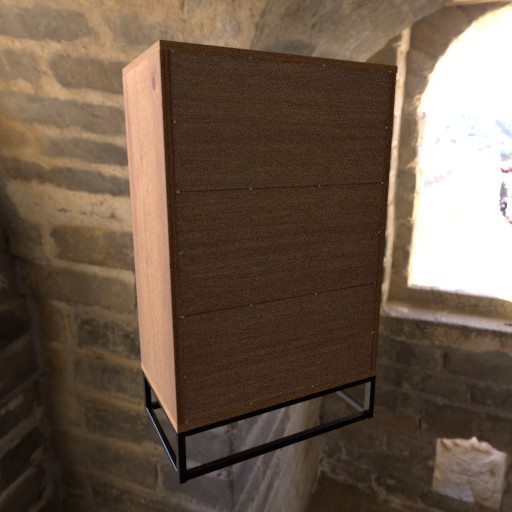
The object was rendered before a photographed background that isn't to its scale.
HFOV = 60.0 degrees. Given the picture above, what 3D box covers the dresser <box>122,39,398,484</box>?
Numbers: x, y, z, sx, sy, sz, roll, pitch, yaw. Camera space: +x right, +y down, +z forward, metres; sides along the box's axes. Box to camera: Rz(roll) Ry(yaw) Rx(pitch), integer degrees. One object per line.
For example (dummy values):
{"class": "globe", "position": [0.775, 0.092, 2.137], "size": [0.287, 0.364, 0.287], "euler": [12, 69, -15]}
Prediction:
{"class": "dresser", "position": [0.000, 0.000, 1.566], "size": [0.761, 1.240, 0.479], "euler": [-7, 15, -26]}
